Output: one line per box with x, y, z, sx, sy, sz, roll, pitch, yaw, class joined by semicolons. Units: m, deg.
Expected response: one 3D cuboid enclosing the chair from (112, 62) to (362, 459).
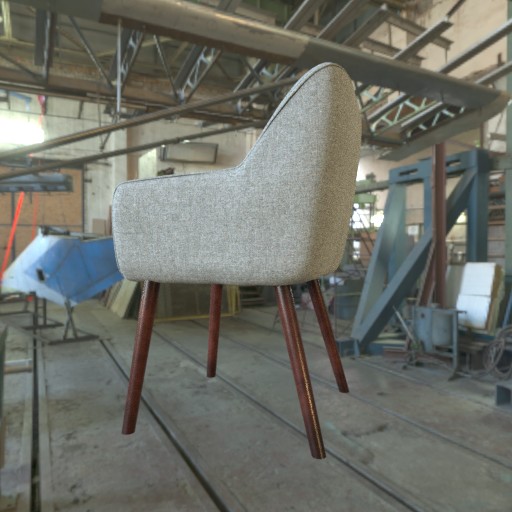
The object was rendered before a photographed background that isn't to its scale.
0.000;0.000;1.160;0.519;0.803;0.543;0;1;18;chair
